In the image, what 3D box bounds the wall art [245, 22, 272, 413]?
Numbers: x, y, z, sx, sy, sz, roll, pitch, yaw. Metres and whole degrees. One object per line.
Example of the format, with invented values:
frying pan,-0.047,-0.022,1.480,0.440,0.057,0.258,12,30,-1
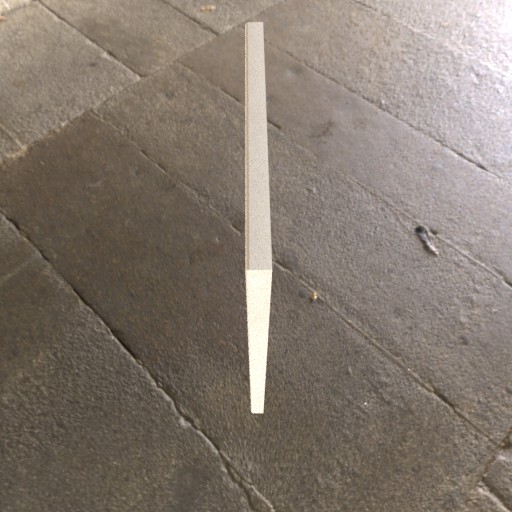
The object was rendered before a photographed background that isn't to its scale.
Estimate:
wall art,0.000,0.000,1.173,0.038,0.912,0.607,-1,58,0
